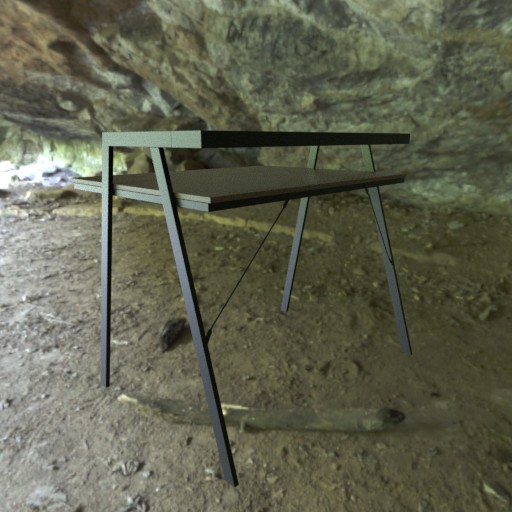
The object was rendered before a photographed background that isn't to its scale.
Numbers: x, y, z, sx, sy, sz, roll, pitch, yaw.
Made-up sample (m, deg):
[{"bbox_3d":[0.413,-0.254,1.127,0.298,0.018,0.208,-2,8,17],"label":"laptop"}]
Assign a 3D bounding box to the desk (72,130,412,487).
[{"bbox_3d":[0.000,0.000,1.867,0.936,0.998,1.143,14,20,42],"label":"desk"}]
